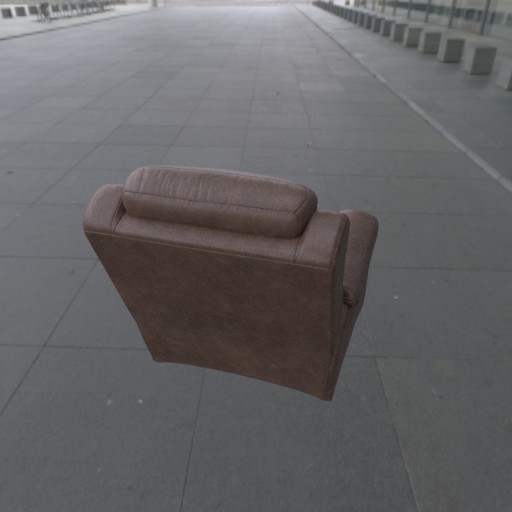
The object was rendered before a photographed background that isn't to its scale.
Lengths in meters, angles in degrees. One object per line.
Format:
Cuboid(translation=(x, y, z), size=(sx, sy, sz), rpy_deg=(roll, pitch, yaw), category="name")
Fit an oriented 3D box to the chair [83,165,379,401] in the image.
Cuboid(translation=(0.000, 0.000, 1.829), size=(0.940, 0.990, 1.067), rpy_deg=(9, 32, 14), category="chair")
